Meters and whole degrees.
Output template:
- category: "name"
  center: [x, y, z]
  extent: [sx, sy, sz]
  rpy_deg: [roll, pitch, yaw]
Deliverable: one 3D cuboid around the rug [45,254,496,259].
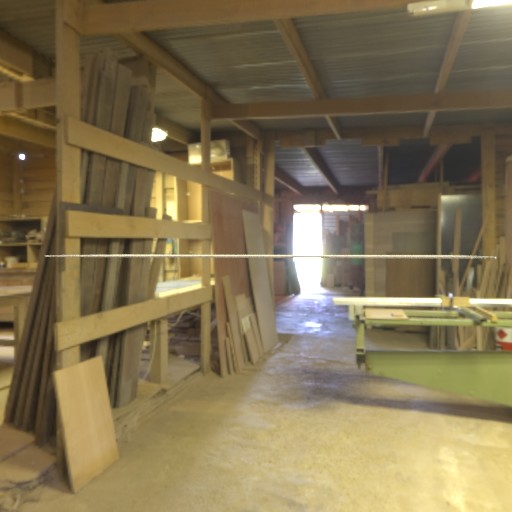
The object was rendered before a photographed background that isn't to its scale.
- category: "rug"
  center: [0.000, 0.000, 2.663]
  extent: [2.449, 0.011, 0.774]
  rpy_deg: [0, 1, 18]
